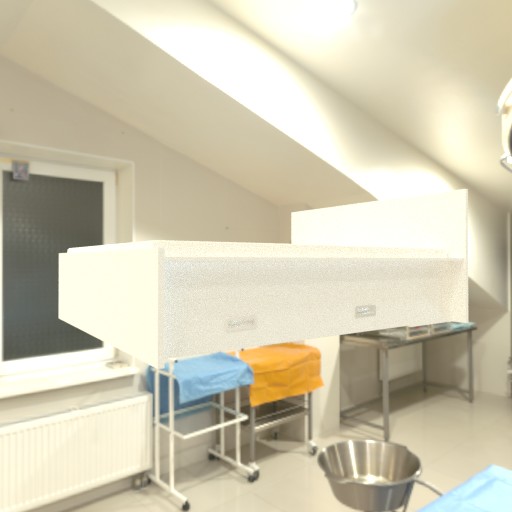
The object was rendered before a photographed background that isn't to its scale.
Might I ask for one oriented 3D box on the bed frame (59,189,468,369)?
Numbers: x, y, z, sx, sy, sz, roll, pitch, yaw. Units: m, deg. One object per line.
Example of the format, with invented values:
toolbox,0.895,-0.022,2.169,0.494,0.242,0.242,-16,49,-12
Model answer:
bed frame,0.000,0.000,2.750,1.960,0.800,1.622,0,-1,-35
